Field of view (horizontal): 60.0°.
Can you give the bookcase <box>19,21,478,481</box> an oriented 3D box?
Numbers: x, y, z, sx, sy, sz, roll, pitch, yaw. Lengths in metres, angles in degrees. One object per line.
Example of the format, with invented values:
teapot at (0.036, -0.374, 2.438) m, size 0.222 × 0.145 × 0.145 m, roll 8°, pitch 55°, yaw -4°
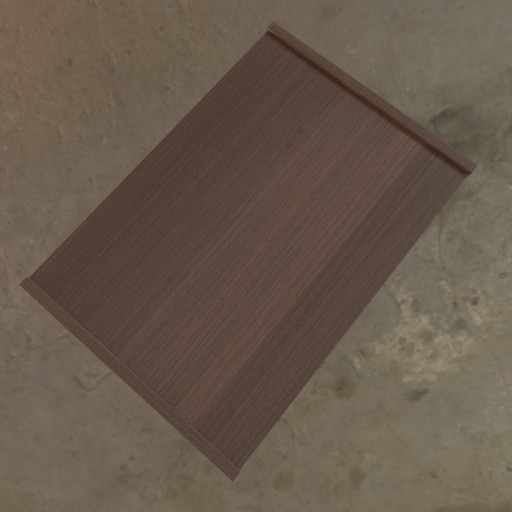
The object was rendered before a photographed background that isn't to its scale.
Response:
bookcase at (0.000, 0.000, 0.620) m, size 0.290 × 0.305 × 0.415 m, roll 39°, pitch 80°, yaw 8°
